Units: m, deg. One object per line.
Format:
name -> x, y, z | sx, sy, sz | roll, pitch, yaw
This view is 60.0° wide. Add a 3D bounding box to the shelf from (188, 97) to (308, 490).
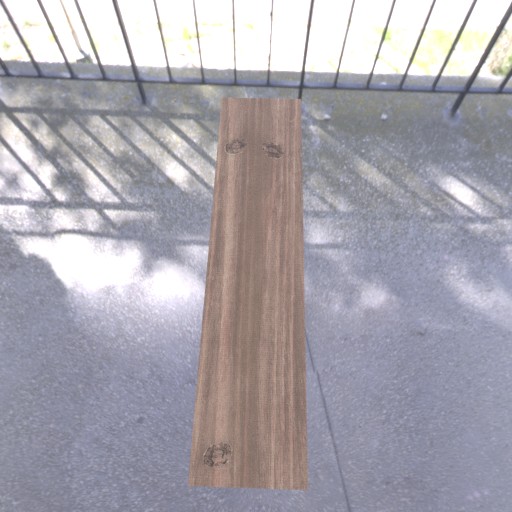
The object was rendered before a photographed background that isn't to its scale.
shelf -> 0.000, 0.000, 0.657 | 0.140, 0.020, 0.610 | 2, 64, 1
